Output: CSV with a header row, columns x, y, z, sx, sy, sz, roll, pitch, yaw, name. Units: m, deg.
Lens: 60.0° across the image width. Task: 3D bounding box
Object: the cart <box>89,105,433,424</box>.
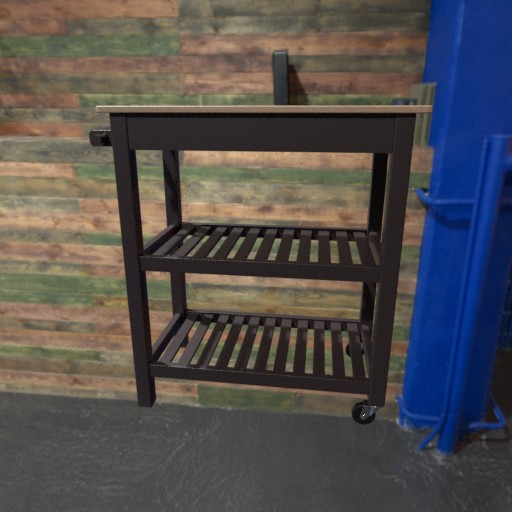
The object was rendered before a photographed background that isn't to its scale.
x,y,z,sx,sy,sz,roll,pitch,yaw,name
0.000,0.000,1.449,0.899,0.927,0.457,3,19,8,cart
